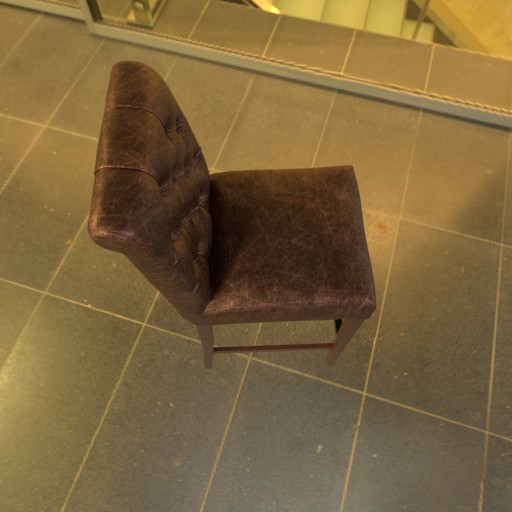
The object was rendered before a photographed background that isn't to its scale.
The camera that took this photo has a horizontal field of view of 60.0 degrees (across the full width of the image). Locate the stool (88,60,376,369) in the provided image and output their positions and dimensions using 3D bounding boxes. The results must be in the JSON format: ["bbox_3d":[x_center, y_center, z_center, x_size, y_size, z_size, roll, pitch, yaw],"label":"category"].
[{"bbox_3d":[0.000,0.000,1.425,0.659,1.168,0.483,-2,64,-1],"label":"stool"}]
